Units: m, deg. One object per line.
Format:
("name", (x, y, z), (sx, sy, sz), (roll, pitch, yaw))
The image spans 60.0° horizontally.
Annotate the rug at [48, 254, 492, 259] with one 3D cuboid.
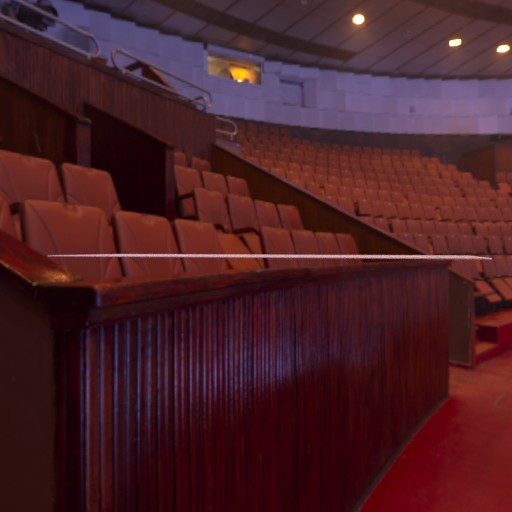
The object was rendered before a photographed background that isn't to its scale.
("rug", (0.000, 0.000, 2.686), (2.431, 0.006, 0.806), (0, 1, 19))
